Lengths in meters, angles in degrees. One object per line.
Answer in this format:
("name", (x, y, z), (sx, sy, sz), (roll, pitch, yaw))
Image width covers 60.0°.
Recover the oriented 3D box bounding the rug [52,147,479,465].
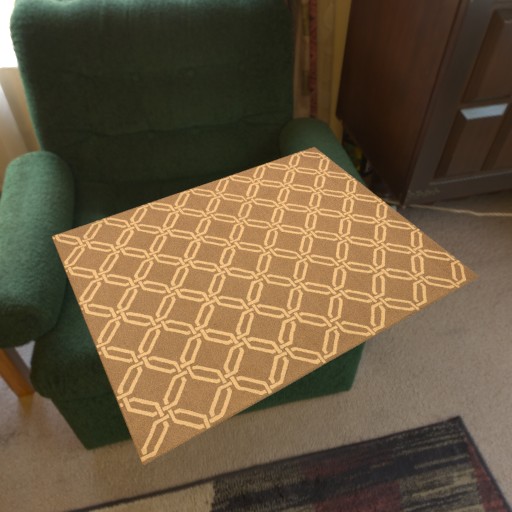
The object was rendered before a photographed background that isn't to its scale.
("rug", (0.000, 0.000, 3.800), (2.895, 0.018, 2.288), (-23, 50, -21))
